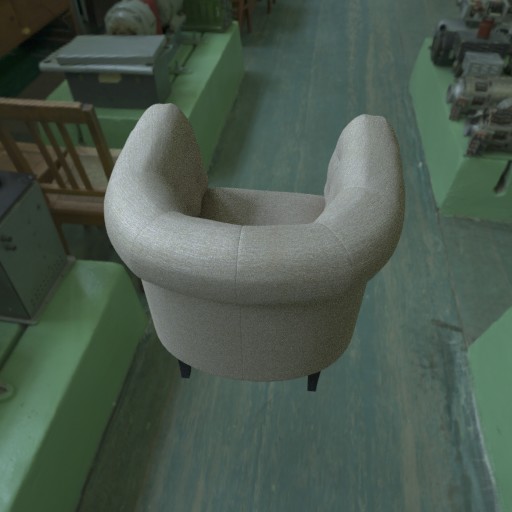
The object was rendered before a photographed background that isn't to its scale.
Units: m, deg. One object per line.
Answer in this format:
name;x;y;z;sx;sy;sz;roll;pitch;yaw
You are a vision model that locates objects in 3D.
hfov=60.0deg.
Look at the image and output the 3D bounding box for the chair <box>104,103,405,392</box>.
chair;0.000;0.000;1.581;0.905;0.827;0.852;5;46;5
